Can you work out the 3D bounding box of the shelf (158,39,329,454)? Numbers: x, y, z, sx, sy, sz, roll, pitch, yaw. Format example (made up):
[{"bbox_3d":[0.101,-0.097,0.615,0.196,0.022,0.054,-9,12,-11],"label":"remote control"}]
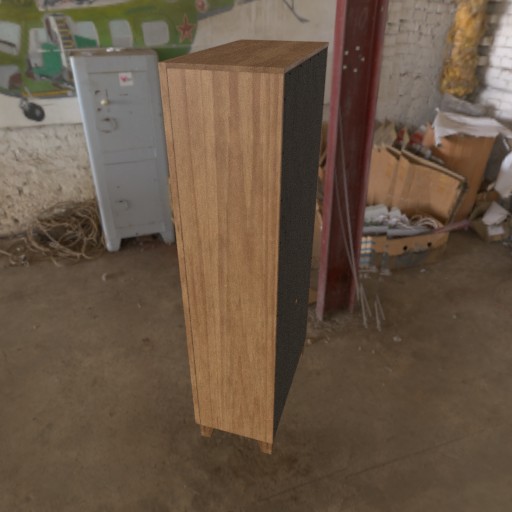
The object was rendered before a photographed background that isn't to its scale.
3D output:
[{"bbox_3d":[0.000,0.000,2.282,0.453,1.930,0.864,9,32,15],"label":"shelf"}]
